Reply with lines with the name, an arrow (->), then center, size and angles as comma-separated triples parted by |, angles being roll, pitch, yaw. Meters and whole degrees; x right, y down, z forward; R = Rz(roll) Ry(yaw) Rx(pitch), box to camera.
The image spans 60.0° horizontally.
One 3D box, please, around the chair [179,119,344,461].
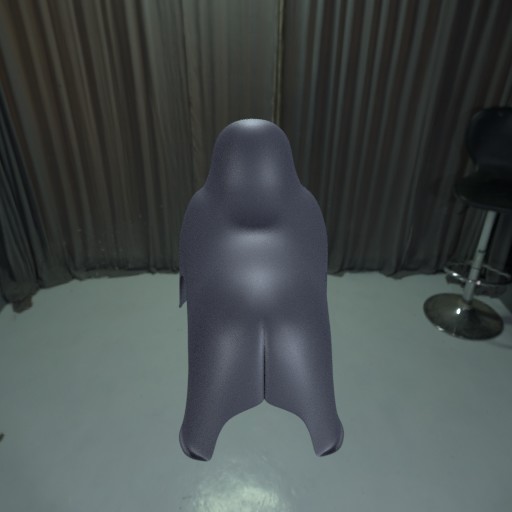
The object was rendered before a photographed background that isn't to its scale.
chair -> 0.000, 0.000, 1.147 | 0.490, 0.600, 0.758 | -1, 30, -2
